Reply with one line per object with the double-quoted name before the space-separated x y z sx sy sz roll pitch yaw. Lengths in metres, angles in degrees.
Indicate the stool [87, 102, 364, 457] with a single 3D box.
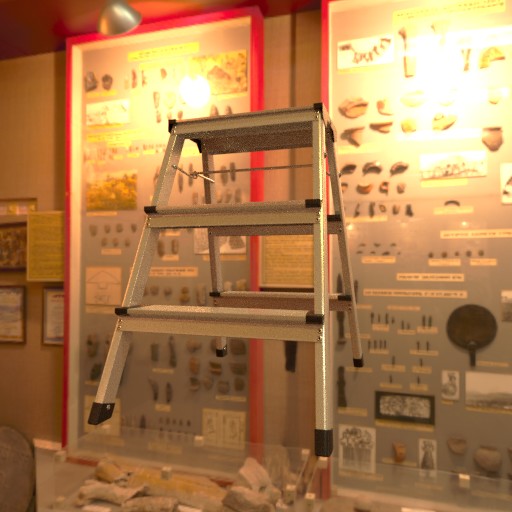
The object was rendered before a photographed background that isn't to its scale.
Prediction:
"stool" 0.000 0.000 1.022 0.437 0.605 0.622 0 -1 18
